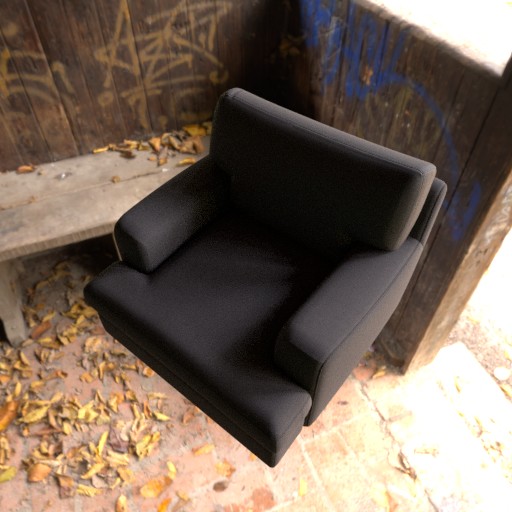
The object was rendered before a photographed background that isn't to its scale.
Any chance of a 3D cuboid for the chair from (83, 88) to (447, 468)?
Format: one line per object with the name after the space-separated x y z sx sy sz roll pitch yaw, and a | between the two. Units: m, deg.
0.000 0.000 1.942 1.168 0.940 1.143 30 54 25 | chair
